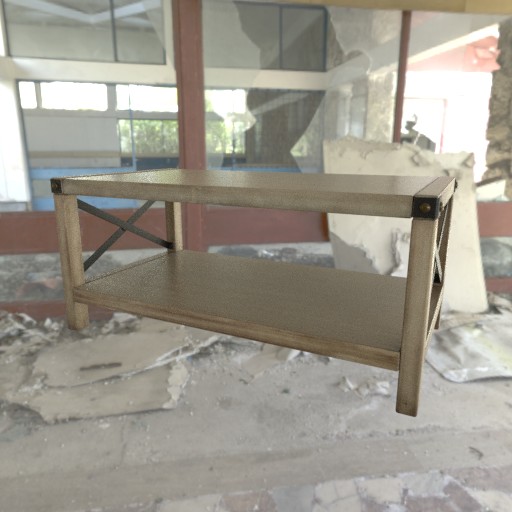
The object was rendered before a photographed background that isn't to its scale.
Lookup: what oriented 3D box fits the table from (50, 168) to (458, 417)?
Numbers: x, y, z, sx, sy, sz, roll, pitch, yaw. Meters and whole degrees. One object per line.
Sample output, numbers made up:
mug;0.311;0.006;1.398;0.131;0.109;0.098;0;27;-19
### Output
table;0.000;0.000;1.296;1.016;0.456;0.559;7;16;26
